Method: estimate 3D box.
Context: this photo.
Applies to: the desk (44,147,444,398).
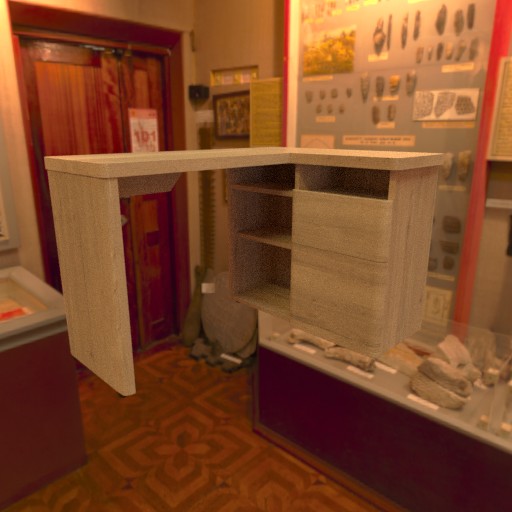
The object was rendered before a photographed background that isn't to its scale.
[{"bbox_3d":[0.000,0.000,1.710,0.900,0.760,1.169,15,22,43],"label":"desk"}]
